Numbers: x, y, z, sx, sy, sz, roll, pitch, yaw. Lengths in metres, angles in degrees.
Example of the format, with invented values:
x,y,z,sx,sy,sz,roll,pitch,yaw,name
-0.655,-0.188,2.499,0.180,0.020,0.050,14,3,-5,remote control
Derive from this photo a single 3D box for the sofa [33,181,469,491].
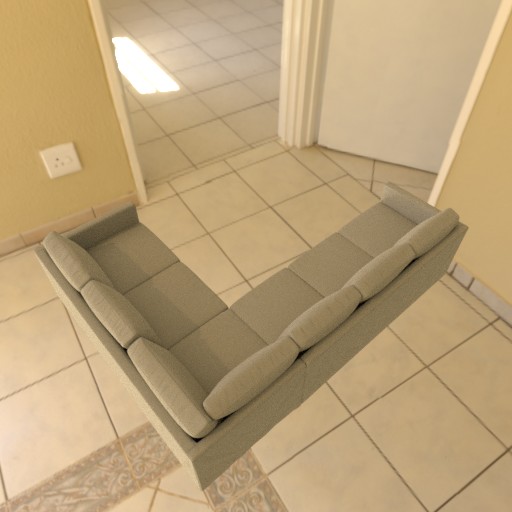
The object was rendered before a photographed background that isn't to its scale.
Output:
x,y,z,sx,sy,sz,roll,pitch,yaw,name
0.000,0.000,4.219,3.182,0.871,2.432,-33,56,-26,sofa
